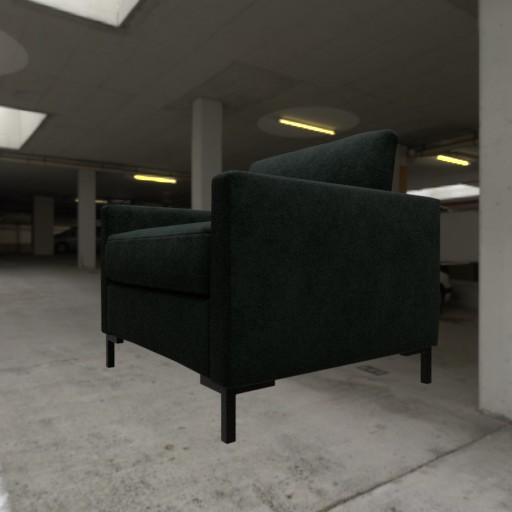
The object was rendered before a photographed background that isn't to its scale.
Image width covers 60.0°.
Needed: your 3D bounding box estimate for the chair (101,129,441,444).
[{"bbox_3d":[0.000,0.000,1.601,0.866,0.861,0.963,0,0,-36],"label":"chair"}]
